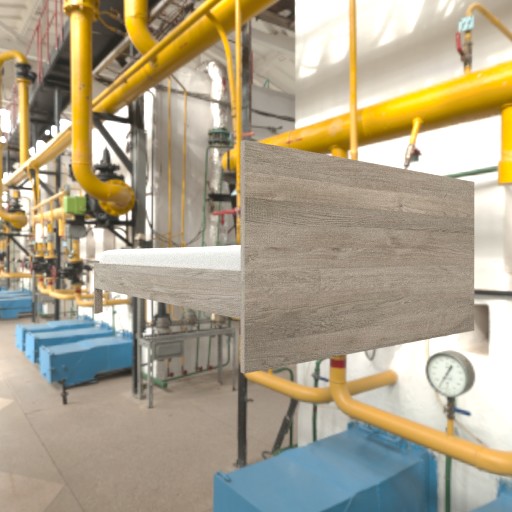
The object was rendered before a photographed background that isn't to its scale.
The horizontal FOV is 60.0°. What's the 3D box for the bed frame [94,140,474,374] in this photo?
[{"bbox_3d":[0.000,0.000,2.742,1.490,0.800,1.950,0,0,-36],"label":"bed frame"}]
